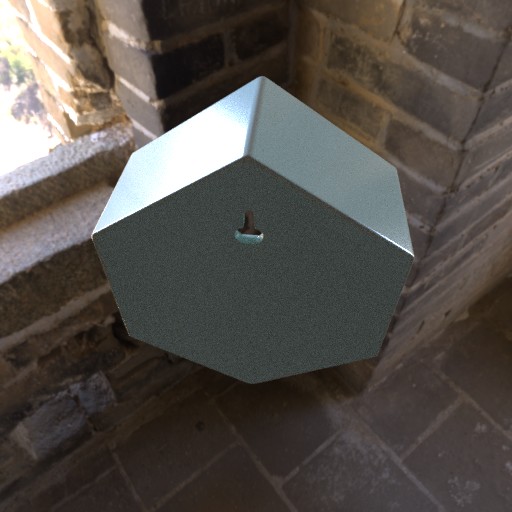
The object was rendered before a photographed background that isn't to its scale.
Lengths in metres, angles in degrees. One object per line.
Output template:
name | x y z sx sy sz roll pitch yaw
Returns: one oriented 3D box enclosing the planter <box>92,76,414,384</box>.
planter | 0.000 0.000 0.291 0.169 0.207 0.078 4 47 4
